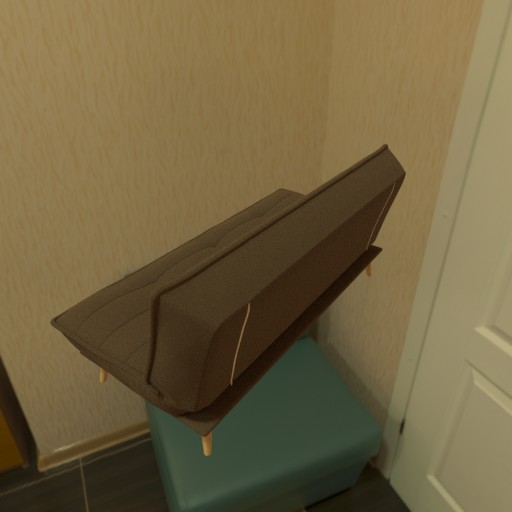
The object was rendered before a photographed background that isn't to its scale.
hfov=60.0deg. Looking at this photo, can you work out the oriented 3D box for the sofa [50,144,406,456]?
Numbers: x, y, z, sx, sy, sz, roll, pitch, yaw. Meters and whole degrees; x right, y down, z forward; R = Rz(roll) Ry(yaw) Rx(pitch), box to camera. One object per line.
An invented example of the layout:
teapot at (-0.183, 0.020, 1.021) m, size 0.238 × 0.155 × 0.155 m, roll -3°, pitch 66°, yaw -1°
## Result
sofa at (0.000, 0.000, 2.428) m, size 0.950 × 0.890 × 1.940 m, roll 20°, pitch 37°, yaw 30°
